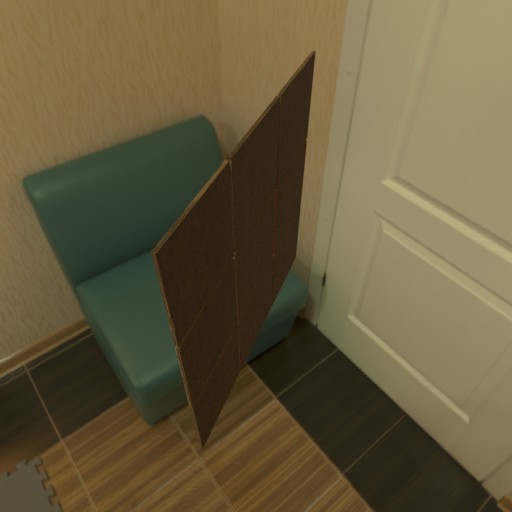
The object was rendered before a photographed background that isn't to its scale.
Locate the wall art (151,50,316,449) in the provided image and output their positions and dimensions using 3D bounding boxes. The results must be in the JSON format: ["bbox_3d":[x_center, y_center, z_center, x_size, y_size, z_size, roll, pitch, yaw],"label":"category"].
[{"bbox_3d":[0.000,0.000,1.836,0.013,1.213,1.215,17,49,15],"label":"wall art"}]
